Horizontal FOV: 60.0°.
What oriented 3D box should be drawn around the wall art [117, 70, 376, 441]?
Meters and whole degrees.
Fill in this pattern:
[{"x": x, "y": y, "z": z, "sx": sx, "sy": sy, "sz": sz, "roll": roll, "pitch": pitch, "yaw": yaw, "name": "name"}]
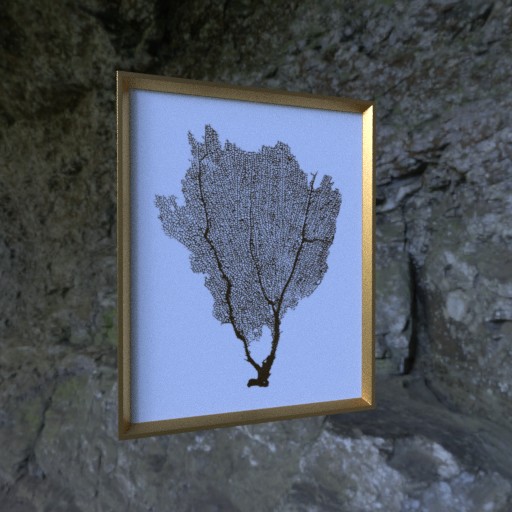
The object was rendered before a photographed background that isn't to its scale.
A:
[{"x": 0.000, "y": 0.000, "z": 1.022, "sx": 0.610, "sy": 0.762, "sz": 0.038, "roll": 0, "pitch": 1, "yaw": -18, "name": "wall art"}]
